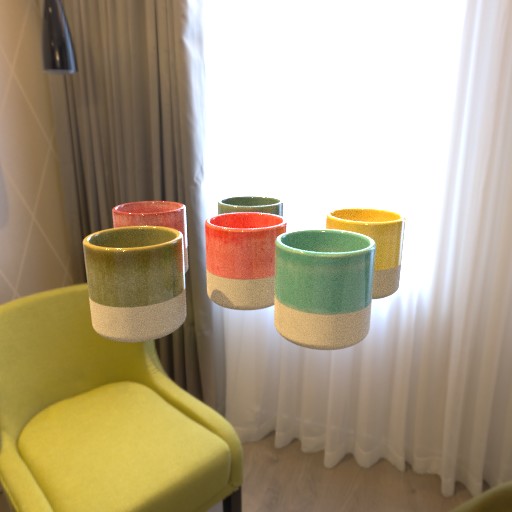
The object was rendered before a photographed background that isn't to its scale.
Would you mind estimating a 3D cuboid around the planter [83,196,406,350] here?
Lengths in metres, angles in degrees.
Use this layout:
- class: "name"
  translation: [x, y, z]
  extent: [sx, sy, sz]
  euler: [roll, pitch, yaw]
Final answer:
- class: "planter"
  translation: [0.000, 0.000, 0.424]
  extent: [0.286, 0.075, 0.257]
  euler: [-3, 17, -9]
